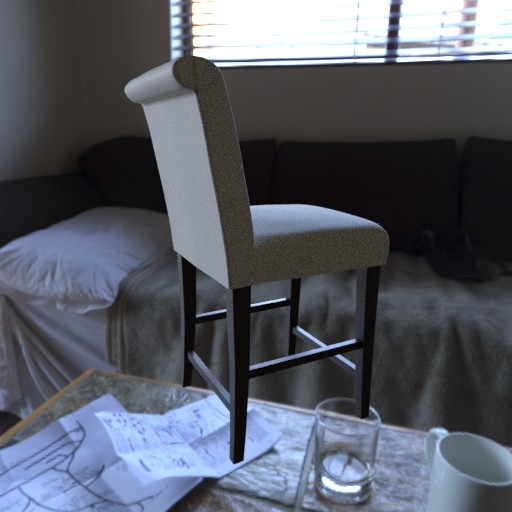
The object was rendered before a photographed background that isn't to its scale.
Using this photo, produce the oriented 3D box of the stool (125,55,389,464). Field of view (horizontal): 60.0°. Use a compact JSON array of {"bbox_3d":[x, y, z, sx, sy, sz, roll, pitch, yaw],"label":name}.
[{"bbox_3d":[0.000,0.000,1.284,0.597,0.976,0.452,-8,17,-27],"label":"stool"}]
